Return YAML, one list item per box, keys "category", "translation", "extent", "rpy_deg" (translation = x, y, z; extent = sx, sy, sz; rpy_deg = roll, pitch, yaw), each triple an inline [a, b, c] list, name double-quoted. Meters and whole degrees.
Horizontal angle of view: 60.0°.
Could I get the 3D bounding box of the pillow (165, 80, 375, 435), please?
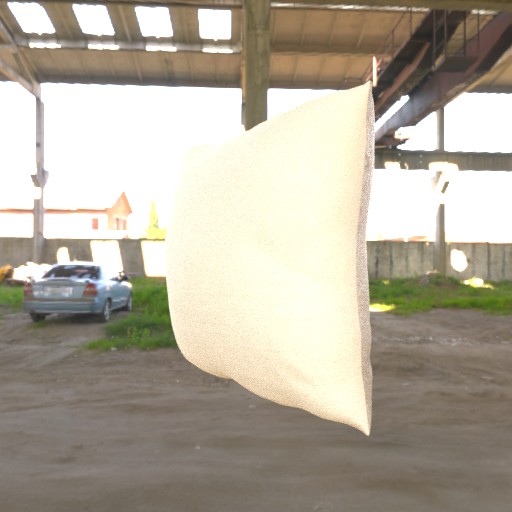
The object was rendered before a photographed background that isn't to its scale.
- category: "pillow"
  translation: [0.000, 0.000, 0.724]
  extent: [0.245, 0.448, 0.450]
  rpy_deg: [0, -1, -36]
